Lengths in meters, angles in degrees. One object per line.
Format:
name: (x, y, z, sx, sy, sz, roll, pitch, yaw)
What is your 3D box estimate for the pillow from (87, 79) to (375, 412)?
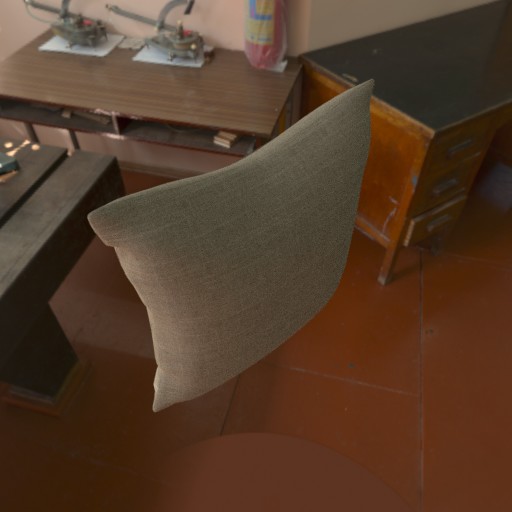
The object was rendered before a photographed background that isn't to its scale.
pillow: (0.000, 0.000, 0.634, 0.424, 0.400, 0.169, -33, 55, -27)
